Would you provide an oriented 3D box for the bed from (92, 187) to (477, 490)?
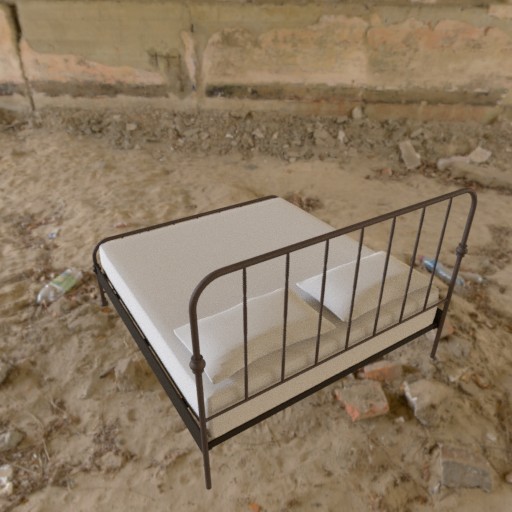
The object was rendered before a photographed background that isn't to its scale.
[{"bbox_3d":[0.000,0.000,3.394,2.044,1.446,2.134,-18,35,-28],"label":"bed"}]
